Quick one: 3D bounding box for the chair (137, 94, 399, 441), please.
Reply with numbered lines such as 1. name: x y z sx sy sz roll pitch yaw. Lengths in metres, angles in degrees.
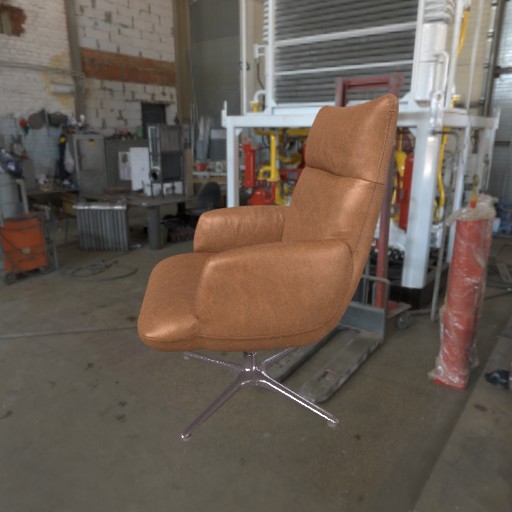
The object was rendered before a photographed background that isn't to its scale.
1. chair: 0.000 0.000 1.540 0.794 1.027 0.711 -2 16 -8
